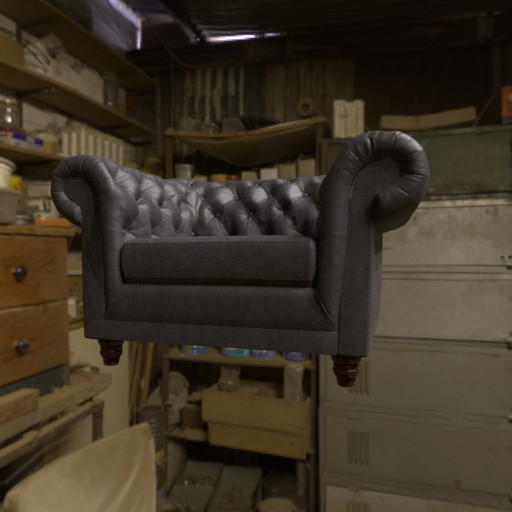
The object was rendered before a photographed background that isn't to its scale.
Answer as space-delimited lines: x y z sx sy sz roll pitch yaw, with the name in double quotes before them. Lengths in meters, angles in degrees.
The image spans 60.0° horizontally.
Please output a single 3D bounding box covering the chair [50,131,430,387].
"chair" 0.000 0.000 1.848 1.298 0.780 0.943 0 0 18
